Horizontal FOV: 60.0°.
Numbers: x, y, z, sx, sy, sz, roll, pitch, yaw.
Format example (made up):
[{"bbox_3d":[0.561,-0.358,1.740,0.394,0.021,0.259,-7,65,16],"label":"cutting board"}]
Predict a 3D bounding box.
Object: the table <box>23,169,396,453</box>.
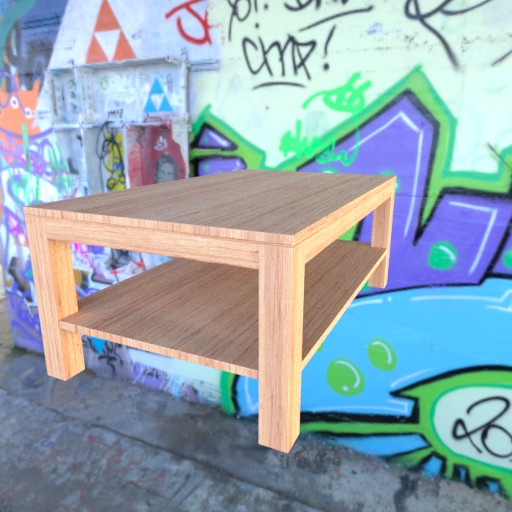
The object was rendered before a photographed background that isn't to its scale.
[{"bbox_3d":[0.000,0.000,1.480,0.695,0.457,1.146,8,18,25],"label":"table"}]
